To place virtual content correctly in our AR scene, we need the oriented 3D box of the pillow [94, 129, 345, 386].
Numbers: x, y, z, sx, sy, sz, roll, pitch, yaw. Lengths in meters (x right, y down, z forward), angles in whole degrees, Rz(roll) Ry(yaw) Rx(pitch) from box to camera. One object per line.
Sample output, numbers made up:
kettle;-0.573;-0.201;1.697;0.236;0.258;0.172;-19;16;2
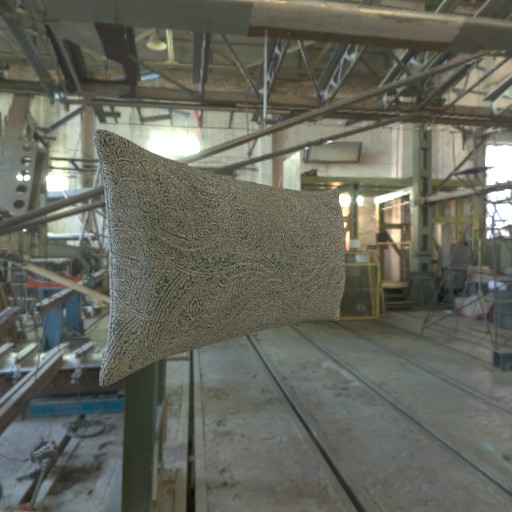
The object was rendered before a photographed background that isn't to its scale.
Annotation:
pillow;0.000;0.000;0.748;0.151;0.295;0.615;1;1;36
